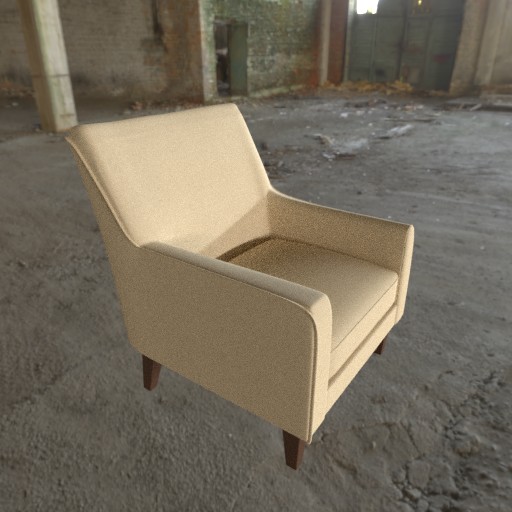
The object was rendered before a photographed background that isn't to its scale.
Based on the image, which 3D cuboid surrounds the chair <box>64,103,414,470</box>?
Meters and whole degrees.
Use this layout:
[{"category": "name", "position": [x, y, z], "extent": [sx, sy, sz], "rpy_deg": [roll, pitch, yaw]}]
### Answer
[{"category": "chair", "position": [0.000, 0.000, 1.571], "extent": [0.899, 0.919, 0.780], "rpy_deg": [17, 30, 32]}]
